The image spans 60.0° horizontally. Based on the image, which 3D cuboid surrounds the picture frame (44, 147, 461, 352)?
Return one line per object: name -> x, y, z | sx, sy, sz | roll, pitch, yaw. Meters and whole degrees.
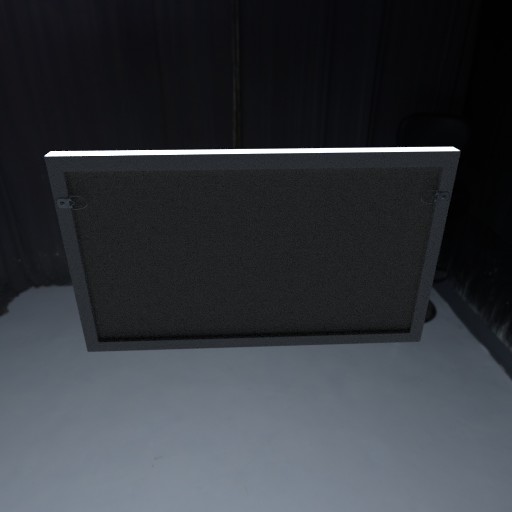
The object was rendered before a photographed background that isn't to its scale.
picture frame -> 0.000, 0.000, 0.791 | 0.647, 0.379, 0.044 | -1, 27, -2
